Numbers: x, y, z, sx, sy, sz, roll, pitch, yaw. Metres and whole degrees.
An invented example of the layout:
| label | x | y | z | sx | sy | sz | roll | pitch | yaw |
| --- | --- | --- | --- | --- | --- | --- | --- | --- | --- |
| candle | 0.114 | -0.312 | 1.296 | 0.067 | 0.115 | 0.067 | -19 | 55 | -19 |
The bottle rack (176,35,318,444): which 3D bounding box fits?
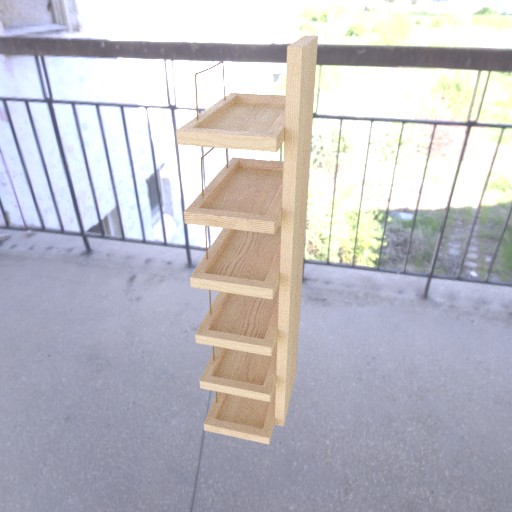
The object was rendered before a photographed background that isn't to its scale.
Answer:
| label | x | y | z | sx | sy | sz | roll | pitch | yaw |
| --- | --- | --- | --- | --- | --- | --- | --- | --- | --- |
| bottle rack | 0.000 | 0.000 | 1.069 | 0.206 | 0.943 | 0.330 | 7 | 32 | 12 |
